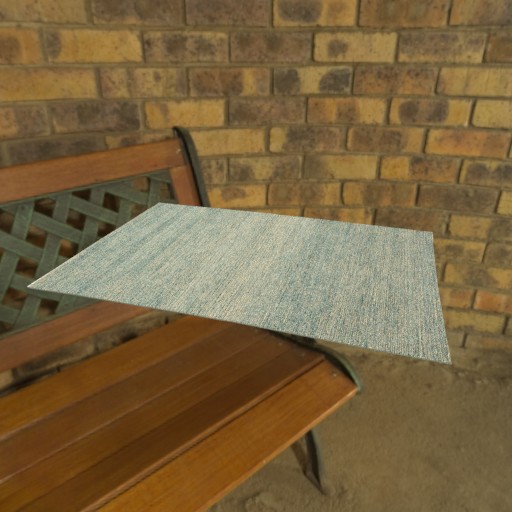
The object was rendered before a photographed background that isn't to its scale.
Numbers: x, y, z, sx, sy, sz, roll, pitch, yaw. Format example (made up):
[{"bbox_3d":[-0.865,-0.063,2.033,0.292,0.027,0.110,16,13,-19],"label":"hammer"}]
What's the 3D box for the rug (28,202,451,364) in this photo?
[{"bbox_3d":[0.000,0.000,5.213,4.078,0.052,2.802,8,27,16],"label":"rug"}]
